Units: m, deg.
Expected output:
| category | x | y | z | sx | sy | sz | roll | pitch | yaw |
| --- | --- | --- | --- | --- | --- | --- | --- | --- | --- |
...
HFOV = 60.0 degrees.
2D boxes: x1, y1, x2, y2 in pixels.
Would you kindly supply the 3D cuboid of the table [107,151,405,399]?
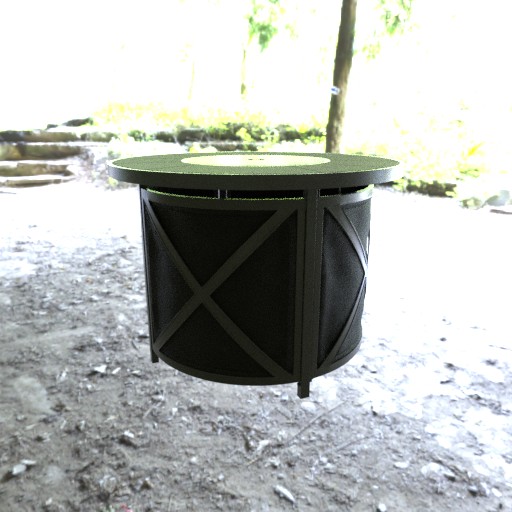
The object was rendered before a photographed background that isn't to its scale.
| category | x | y | z | sx | sy | sz | roll | pitch | yaw |
| --- | --- | --- | --- | --- | --- | --- | --- | --- | --- |
| table | 0.000 | 0.000 | 1.524 | 0.914 | 0.650 | 0.914 | 0 | 16 | 0 |
